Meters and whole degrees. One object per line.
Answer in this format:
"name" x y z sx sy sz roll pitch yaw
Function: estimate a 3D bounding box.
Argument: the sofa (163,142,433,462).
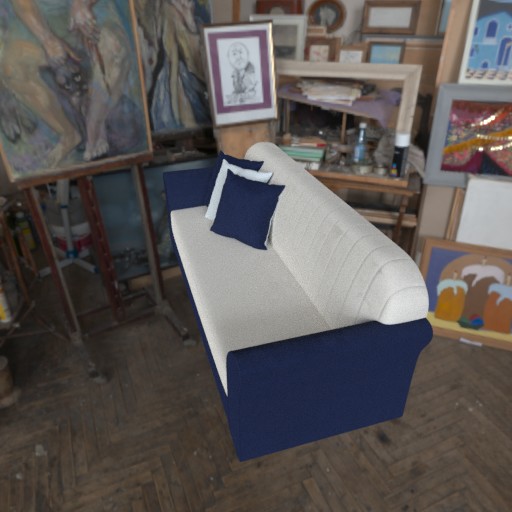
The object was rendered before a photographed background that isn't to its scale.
"sofa" 0.000 0.000 2.447 0.749 0.789 2.006 -9 32 -15
